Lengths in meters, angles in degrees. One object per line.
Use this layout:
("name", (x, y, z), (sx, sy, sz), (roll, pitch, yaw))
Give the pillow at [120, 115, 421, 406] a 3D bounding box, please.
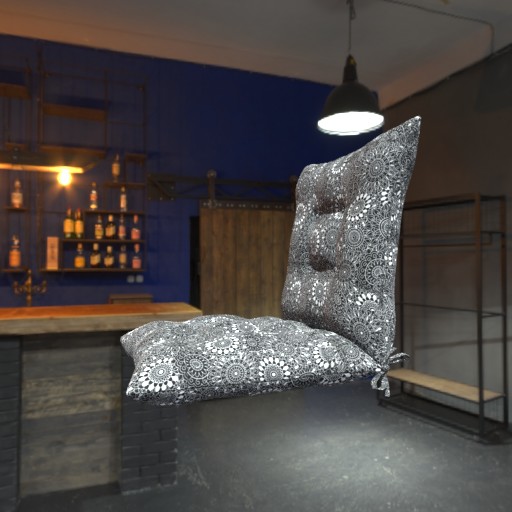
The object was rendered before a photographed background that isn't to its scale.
("pillow", (0.000, 0.000, 1.005), (0.585, 0.536, 0.541), (0, 0, -18))
